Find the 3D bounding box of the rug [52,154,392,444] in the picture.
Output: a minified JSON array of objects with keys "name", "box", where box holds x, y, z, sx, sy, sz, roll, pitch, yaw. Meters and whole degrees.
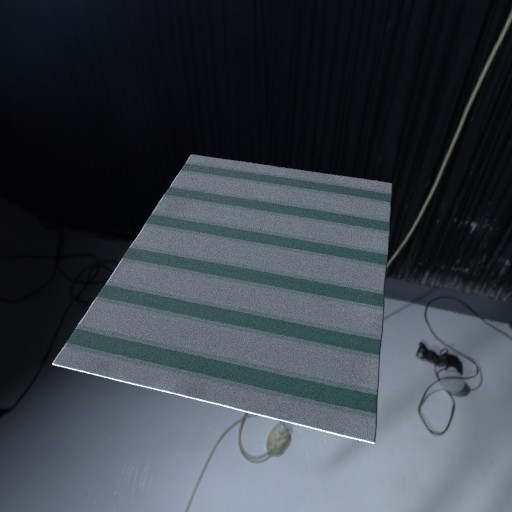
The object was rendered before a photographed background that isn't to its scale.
[{"name":"rug","box":[0.000,0.000,4.208,2.434,0.019,3.041,10,46,10]}]
